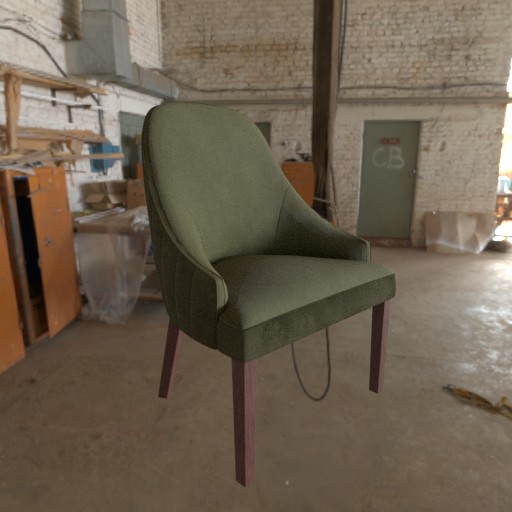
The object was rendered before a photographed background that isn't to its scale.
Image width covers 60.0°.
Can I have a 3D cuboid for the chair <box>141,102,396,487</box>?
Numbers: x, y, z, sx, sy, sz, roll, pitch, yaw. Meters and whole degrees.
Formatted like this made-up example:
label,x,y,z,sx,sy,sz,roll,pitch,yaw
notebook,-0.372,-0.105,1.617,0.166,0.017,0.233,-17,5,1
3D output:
label,x,y,z,sx,sy,sz,roll,pitch,yaw
chair,0.000,0.000,1.294,0.643,0.889,0.575,-13,18,-43
